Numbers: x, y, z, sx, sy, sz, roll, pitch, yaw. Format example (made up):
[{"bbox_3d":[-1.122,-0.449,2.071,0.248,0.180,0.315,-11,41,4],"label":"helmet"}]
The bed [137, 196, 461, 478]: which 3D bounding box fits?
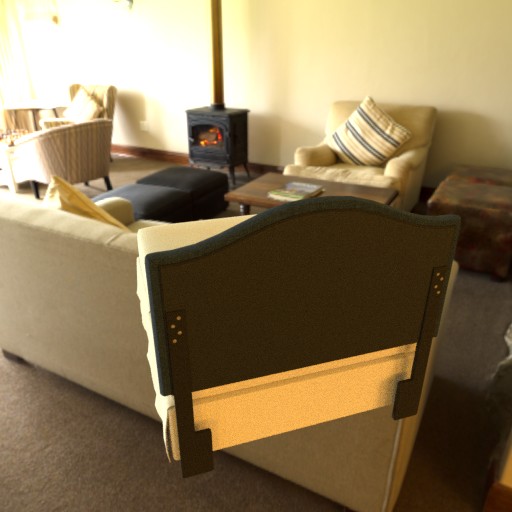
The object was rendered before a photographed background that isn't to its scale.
[{"bbox_3d":[0.000,0.000,3.253,1.713,1.518,2.153,-8,26,-16],"label":"bed"}]
